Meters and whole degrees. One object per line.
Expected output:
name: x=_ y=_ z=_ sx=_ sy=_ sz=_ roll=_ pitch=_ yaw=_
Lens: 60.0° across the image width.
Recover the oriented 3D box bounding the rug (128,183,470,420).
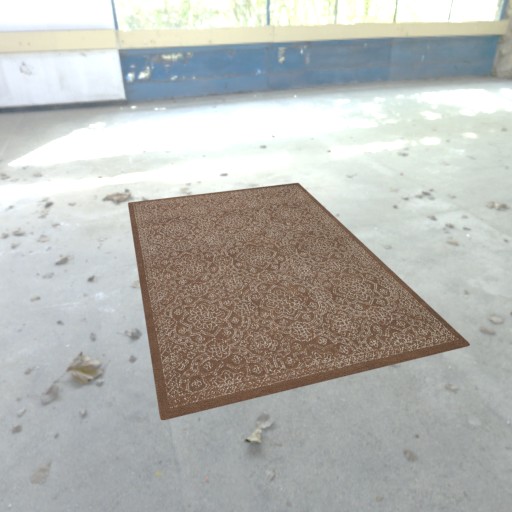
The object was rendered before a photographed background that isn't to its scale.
rug: x=0.000 y=0.000 z=2.352 sx=1.219 sy=0.010 sz=1.829 roll=-9 pitch=32 yaw=-15
